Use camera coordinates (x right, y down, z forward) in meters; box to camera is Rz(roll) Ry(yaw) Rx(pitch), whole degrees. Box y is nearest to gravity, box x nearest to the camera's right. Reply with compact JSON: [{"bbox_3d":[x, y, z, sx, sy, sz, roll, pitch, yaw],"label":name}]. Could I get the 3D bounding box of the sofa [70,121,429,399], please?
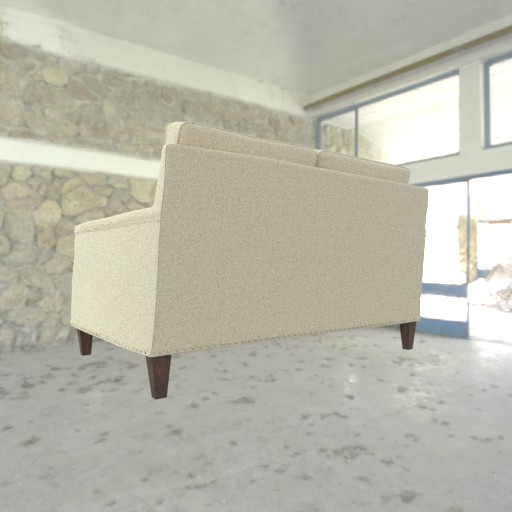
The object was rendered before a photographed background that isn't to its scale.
[{"bbox_3d":[0.000,0.000,2.305,1.597,1.003,1.084,1,-1,-37],"label":"sofa"}]
